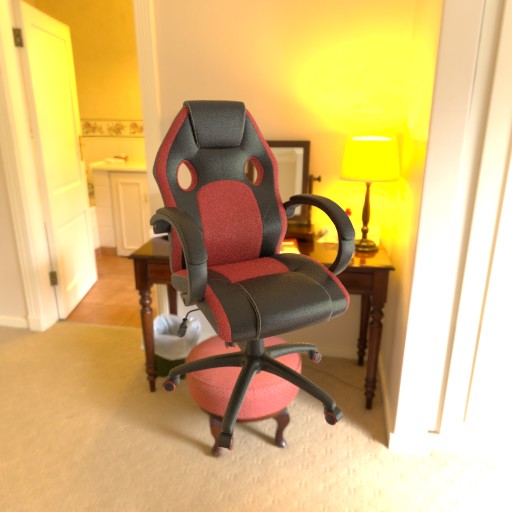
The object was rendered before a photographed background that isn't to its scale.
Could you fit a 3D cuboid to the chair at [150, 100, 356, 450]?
[{"bbox_3d":[0.000,0.000,1.765,0.750,1.189,0.783,-9,20,-27],"label":"chair"}]
